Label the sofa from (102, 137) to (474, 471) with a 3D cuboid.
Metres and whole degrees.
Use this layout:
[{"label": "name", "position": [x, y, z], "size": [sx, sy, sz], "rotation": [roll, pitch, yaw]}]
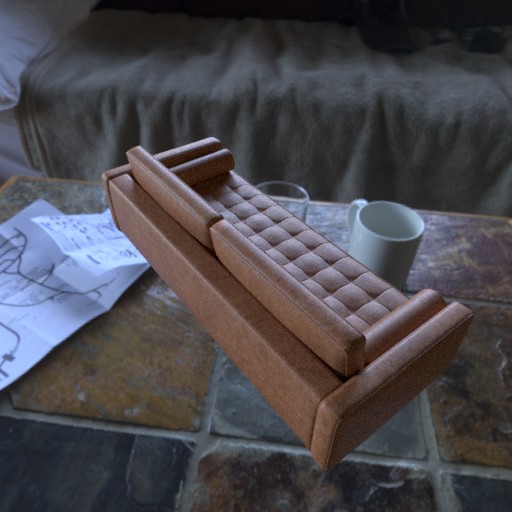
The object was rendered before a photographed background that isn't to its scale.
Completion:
[{"label": "sofa", "position": [0.000, 0.000, 2.590], "size": [0.919, 0.770, 2.200], "rotation": [-27, 48, -27]}]
